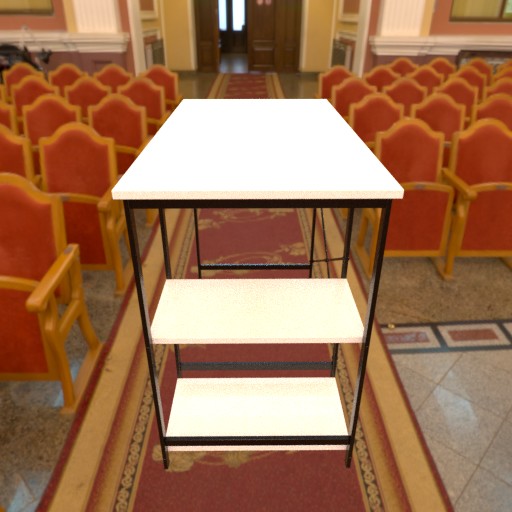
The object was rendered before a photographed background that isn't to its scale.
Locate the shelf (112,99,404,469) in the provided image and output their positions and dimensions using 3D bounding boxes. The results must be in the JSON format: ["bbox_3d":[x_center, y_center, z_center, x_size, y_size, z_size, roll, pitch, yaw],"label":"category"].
[{"bbox_3d":[0.000,0.000,1.329,0.498,0.750,0.902,0,29,0],"label":"shelf"}]
